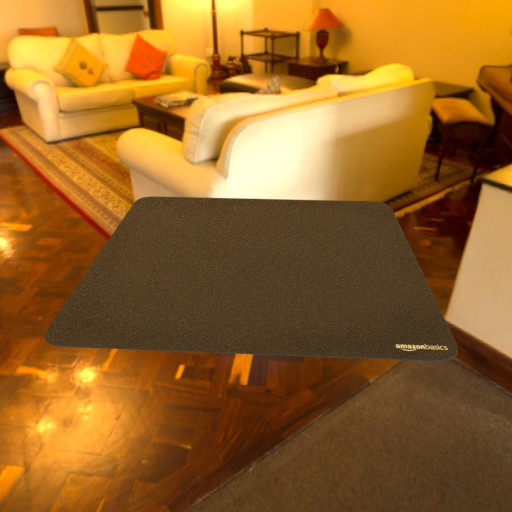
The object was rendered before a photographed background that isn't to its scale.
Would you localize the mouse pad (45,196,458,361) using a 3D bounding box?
[{"bbox_3d":[0.000,0.000,0.632,0.451,0.002,0.393,2,32,3],"label":"mouse pad"}]
